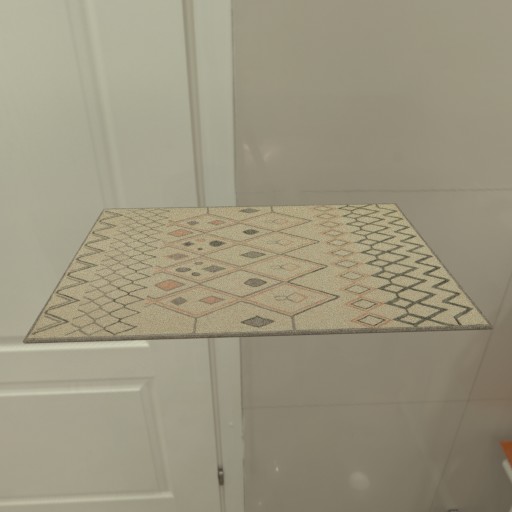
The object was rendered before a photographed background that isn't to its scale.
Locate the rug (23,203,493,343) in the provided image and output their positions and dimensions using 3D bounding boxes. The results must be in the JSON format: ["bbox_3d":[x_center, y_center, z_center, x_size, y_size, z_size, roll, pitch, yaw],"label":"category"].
[{"bbox_3d":[0.000,0.000,2.241,1.829,0.016,1.219,-1,30,-2],"label":"rug"}]
